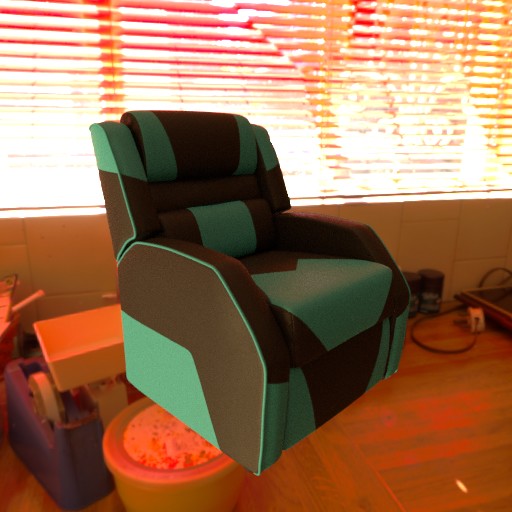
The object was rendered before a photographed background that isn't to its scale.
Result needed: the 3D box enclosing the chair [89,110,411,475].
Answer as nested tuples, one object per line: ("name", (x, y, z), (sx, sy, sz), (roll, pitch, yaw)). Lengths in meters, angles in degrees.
("chair", (0.000, 0.000, 1.263), (0.672, 0.805, 0.620), (15, 22, 43))
